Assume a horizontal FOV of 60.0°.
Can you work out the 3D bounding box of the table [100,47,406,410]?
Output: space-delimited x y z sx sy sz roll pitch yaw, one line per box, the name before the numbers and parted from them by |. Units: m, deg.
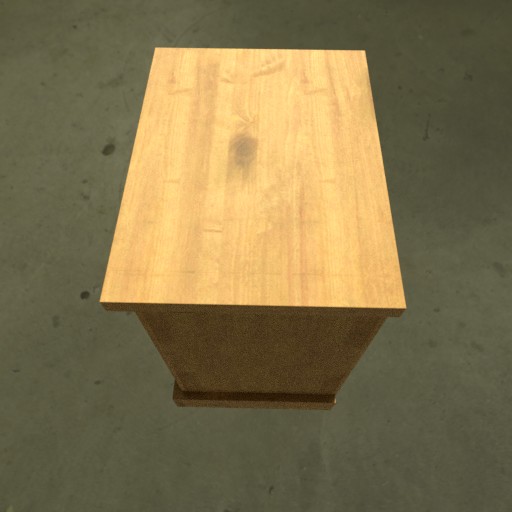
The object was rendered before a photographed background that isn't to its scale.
table | 0.000 0.000 1.233 0.500 0.813 0.660 1 60 1
